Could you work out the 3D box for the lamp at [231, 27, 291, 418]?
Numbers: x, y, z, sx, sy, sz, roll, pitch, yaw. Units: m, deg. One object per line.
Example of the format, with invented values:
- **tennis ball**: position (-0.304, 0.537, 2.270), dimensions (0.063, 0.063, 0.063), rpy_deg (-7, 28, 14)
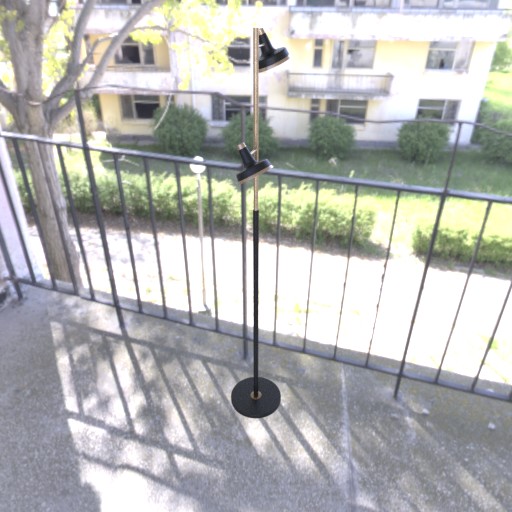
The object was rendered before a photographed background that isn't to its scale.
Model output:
- **lamp**: position (0.000, 0.000, 1.823), dimensions (0.253, 1.674, 0.351), rpy_deg (10, 32, 16)
